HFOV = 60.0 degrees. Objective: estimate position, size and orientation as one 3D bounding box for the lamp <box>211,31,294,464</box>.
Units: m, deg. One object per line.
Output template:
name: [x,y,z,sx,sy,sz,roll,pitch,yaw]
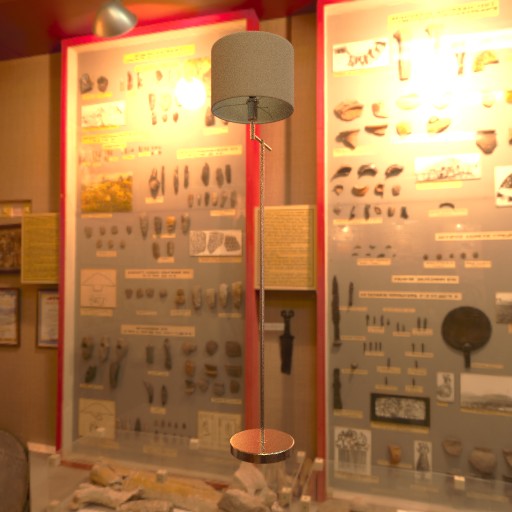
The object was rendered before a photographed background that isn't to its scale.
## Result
lamp: [0.000,0.000,1.773,0.324,1.600,0.416,0,-1,18]
